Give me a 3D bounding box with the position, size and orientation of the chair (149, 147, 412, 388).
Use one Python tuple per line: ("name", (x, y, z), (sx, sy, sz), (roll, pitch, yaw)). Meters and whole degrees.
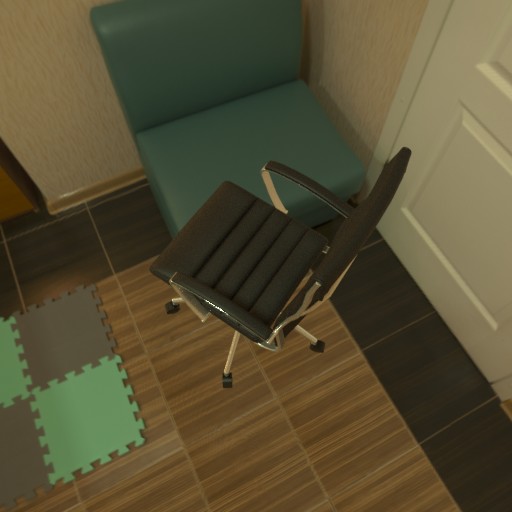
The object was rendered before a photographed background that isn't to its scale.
("chair", (0.000, 0.000, 1.601), (0.739, 1.149, 0.766), (31, 67, 15))
